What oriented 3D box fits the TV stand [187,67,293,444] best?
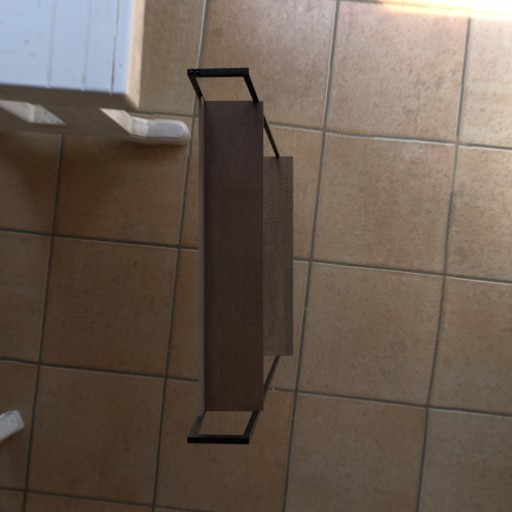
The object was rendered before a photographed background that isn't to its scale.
[{"bbox_3d":[0.000,0.000,2.352,0.432,1.772,1.250,0,90,2],"label":"TV stand"}]
